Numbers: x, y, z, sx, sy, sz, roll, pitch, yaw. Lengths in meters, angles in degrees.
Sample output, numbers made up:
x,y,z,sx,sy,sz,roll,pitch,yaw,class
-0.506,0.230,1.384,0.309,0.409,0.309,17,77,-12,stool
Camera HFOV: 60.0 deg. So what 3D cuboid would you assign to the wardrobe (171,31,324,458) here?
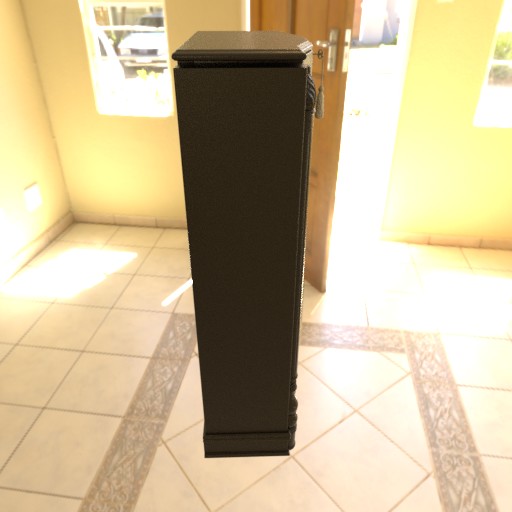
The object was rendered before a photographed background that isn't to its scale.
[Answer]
x,y,z,sx,sy,sz,roll,pitch,yaw,class
0.000,0.000,1.143,0.295,1.011,0.444,-1,31,-2,wardrobe
